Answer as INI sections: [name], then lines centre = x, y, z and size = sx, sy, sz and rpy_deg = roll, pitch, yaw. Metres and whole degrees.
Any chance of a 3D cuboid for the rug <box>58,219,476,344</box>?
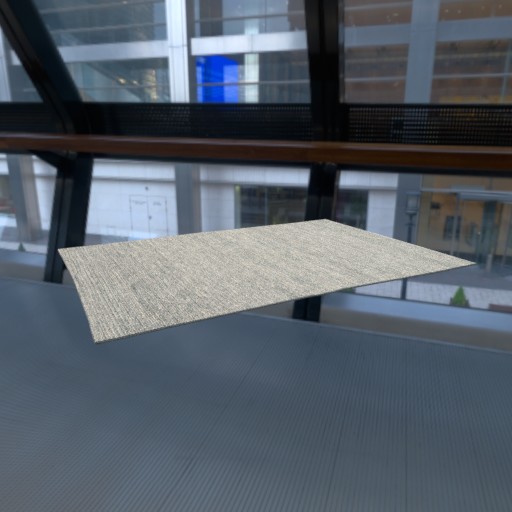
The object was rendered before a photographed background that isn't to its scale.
[rug]
centre = 0.000, 0.000, 2.984
size = 2.338, 0.030, 1.616
rpy_deg = -8, 18, -26
